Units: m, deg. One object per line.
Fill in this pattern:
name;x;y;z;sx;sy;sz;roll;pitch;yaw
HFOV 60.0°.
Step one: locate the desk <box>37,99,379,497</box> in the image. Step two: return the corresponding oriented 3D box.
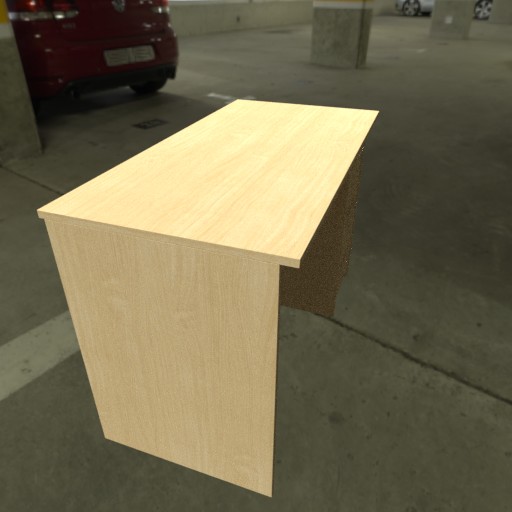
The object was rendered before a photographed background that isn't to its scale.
desk;0.000;0.000;1.461;0.560;0.735;1.097;11;33;17
